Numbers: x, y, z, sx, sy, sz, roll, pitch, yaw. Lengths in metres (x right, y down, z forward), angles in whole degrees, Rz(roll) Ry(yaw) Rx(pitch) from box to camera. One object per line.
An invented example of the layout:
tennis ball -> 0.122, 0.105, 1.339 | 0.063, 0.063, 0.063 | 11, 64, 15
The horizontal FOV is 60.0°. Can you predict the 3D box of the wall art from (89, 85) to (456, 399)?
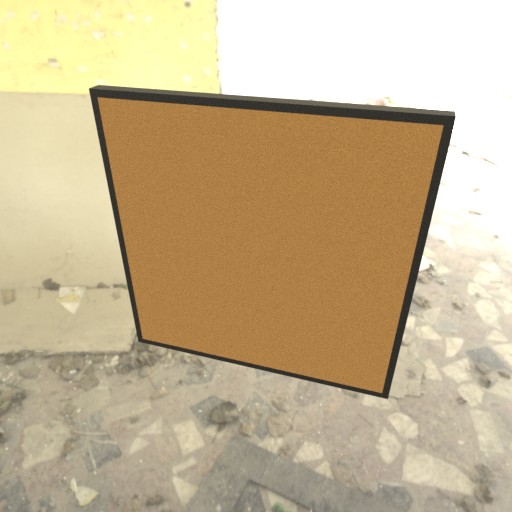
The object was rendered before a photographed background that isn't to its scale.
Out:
wall art -> 0.000, 0.000, 1.110 | 0.763, 0.763, 0.038 | 9, 34, 14
